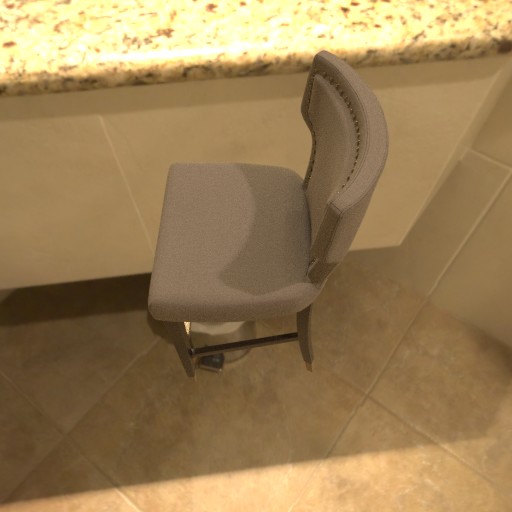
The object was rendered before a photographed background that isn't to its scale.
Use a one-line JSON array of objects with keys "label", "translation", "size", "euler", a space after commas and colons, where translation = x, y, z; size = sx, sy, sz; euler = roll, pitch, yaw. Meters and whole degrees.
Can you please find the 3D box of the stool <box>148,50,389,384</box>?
[{"label": "stool", "translation": [0.000, 0.000, 1.397], "size": [0.563, 1.092, 0.526], "euler": [0, 57, 0]}]
